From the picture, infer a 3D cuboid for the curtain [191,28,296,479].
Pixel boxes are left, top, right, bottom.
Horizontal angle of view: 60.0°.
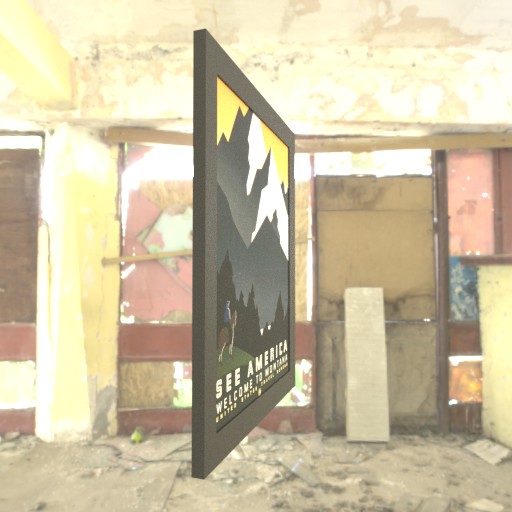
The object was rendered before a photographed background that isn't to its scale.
[{"bbox_3d":[0.000,0.000,0.807,0.027,0.585,0.483,-1,-2,19],"label":"curtain"}]
